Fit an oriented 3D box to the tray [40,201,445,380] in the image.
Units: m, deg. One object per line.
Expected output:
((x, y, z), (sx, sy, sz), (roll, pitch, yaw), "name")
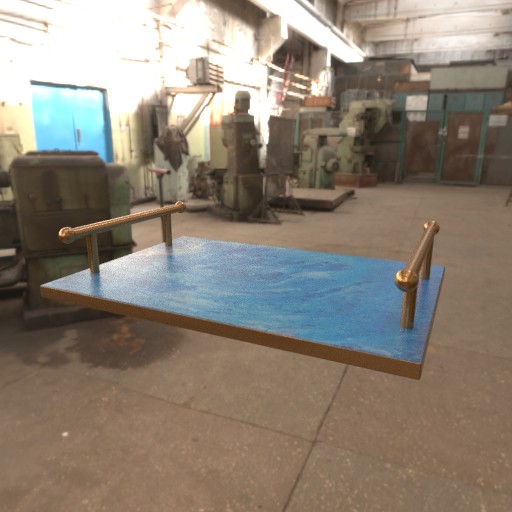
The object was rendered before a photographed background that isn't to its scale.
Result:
((0.000, 0.000, 0.576), (0.444, 0.084, 0.304), (7, 17, 25), "tray")
